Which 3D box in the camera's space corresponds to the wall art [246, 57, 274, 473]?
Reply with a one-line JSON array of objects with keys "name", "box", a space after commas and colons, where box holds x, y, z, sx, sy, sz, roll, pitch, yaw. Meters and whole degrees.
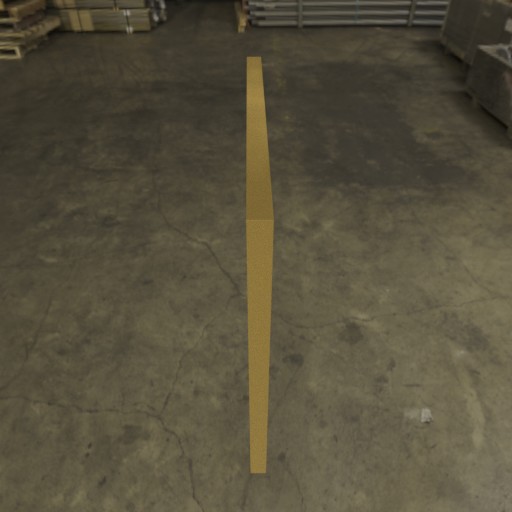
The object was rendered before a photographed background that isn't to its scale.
[{"name": "wall art", "box": [0.000, 0.000, 1.145, 0.038, 0.762, 0.762, -1, 40, -1]}]
